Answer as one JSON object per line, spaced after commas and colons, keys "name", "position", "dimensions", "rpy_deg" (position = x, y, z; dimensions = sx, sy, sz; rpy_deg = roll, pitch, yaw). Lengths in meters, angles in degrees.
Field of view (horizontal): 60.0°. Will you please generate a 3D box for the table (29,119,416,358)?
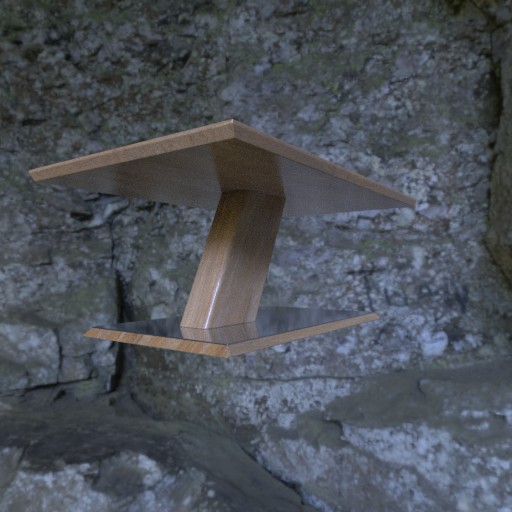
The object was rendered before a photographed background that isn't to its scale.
{"name": "table", "position": [0.000, 0.000, 1.412], "dimensions": [0.692, 0.441, 1.100], "rpy_deg": [-1, -2, 36]}
